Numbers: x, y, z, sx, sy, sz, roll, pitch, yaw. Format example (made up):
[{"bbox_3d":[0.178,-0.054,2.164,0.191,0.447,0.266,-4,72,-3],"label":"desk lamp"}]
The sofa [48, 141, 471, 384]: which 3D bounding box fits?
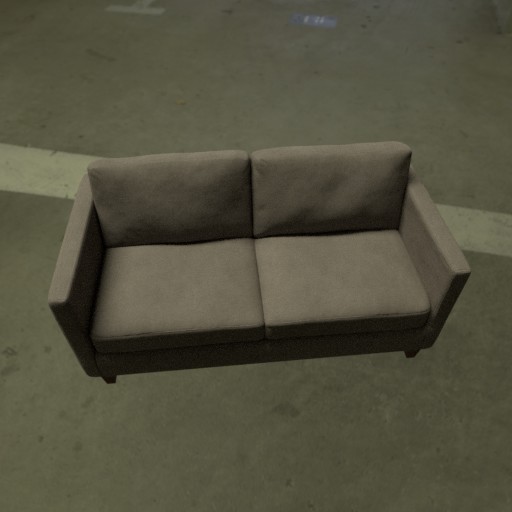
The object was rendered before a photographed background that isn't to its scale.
[{"bbox_3d":[0.000,0.000,2.413,1.884,0.963,0.950,-4,47,-4],"label":"sofa"}]
